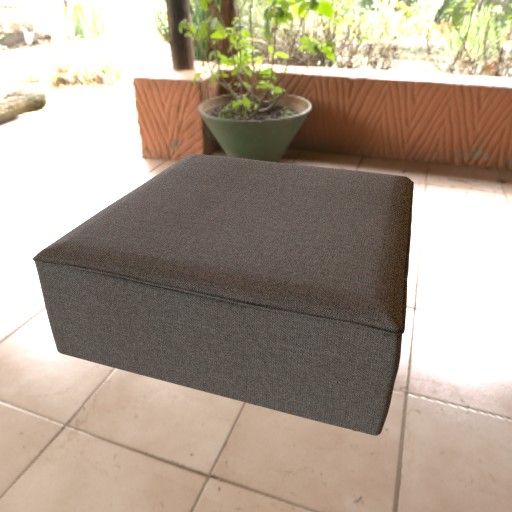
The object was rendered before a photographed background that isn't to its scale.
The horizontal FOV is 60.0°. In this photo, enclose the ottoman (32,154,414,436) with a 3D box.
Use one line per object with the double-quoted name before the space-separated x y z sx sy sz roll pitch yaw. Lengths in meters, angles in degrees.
"ottoman" 0.000 0.000 1.583 1.023 0.423 1.017 10 31 16
